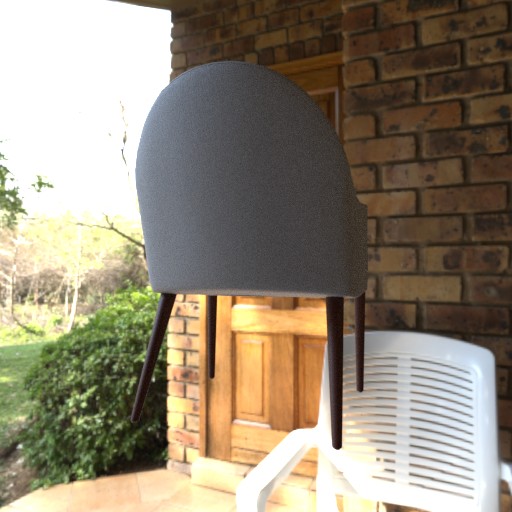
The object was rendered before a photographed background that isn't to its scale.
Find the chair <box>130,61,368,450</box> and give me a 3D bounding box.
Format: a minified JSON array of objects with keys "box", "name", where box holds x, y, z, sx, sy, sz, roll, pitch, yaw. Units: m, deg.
[{"box":[0.000,0.000,1.304,0.610,0.889,0.620,0,-1,19],"name":"chair"}]
